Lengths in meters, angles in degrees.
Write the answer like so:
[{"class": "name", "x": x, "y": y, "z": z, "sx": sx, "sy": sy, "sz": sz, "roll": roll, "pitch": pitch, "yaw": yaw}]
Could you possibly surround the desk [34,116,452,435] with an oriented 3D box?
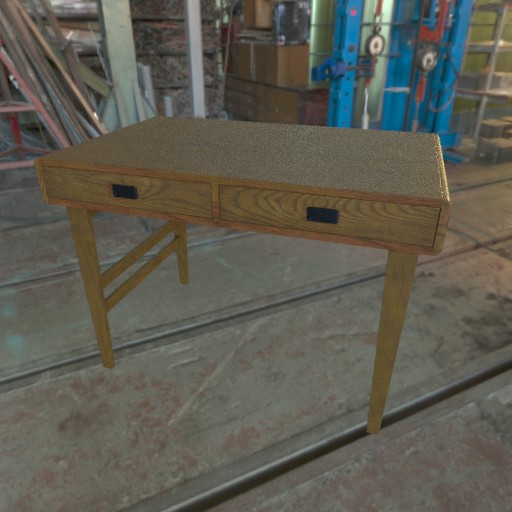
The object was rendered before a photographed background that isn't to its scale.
[{"class": "desk", "x": 0.000, "y": 0.000, "z": 1.507, "sx": 1.066, "sy": 0.754, "sz": 0.660, "roll": 9, "pitch": 29, "yaw": 16}]
